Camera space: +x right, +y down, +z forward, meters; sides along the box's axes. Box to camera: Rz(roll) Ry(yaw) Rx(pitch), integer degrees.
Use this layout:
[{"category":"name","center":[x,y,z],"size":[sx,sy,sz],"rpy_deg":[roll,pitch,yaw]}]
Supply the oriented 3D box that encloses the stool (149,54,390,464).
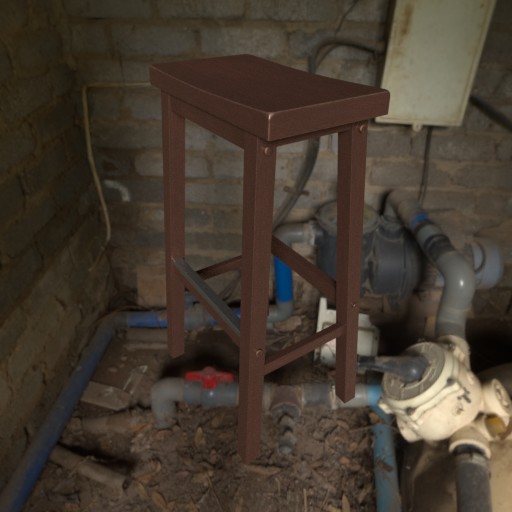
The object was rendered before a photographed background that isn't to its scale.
[{"category":"stool","center":[0.000,0.000,0.967],"size":[0.322,0.742,0.406],"rpy_deg":[-20,38,-28]}]
